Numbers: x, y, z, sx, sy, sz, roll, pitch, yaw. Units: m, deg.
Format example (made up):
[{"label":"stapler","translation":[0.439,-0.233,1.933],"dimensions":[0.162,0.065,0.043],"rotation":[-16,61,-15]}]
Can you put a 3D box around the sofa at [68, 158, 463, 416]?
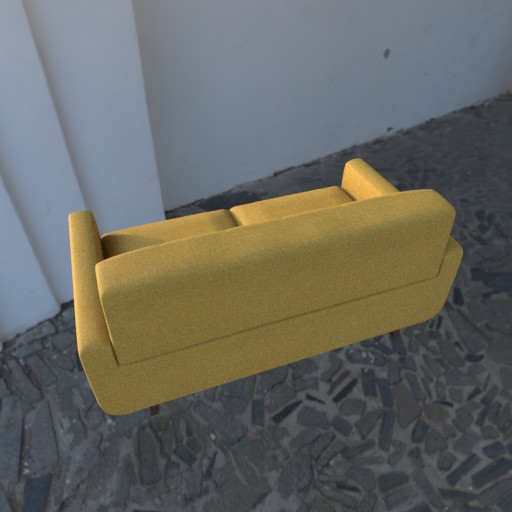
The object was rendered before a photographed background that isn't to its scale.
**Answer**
[{"label":"sofa","translation":[0.000,0.000,2.141],"dimensions":[1.631,0.841,0.909],"rotation":[-13,42,-15]}]
